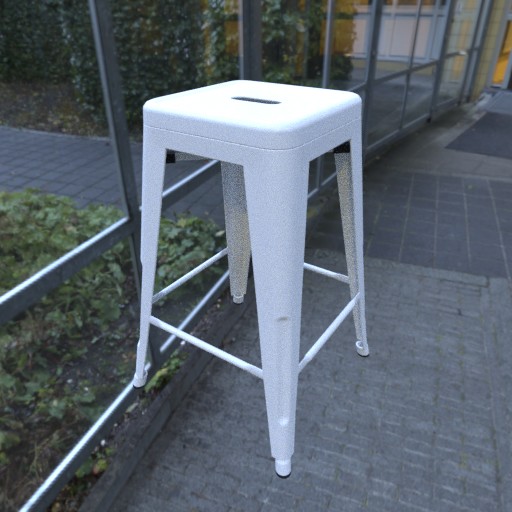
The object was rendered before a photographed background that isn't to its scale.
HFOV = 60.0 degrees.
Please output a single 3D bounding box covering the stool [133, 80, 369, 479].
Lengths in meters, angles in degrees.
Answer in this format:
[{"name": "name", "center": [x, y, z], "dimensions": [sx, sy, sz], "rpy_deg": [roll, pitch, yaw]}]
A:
[{"name": "stool", "center": [0.000, 0.000, 0.886], "dimensions": [0.406, 0.610, 0.406], "rpy_deg": [19, 35, 29]}]
